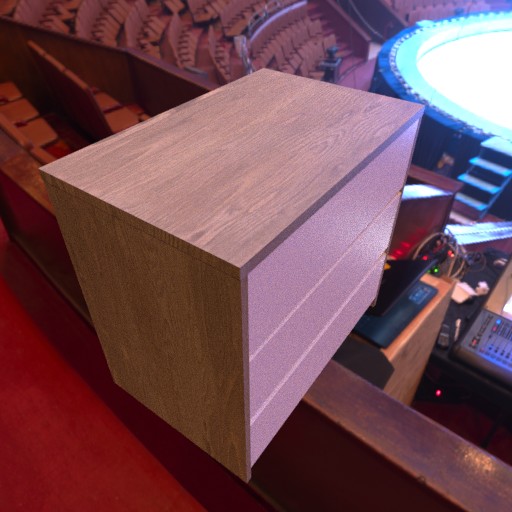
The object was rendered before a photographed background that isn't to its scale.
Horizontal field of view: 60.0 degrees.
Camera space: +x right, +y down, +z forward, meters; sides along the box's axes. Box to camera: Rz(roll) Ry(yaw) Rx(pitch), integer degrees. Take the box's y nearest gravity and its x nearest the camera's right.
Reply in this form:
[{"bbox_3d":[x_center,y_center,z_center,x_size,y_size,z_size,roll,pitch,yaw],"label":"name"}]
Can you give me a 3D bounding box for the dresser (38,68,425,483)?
[{"bbox_3d":[0.000,0.000,1.296,0.529,0.762,0.809,25,46,27],"label":"dresser"}]
